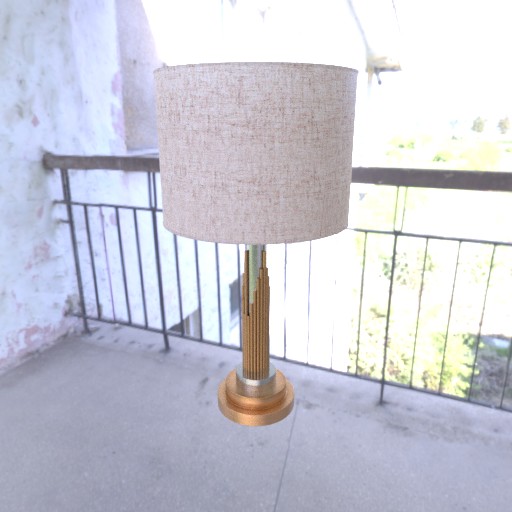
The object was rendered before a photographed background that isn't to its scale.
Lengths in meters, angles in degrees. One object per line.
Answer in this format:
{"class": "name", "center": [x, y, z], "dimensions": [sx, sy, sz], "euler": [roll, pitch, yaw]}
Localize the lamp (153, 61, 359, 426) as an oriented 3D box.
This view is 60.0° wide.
{"class": "lamp", "center": [0.000, 0.000, 0.798], "dimensions": [0.321, 0.610, 0.321], "euler": [8, 19, 24]}
